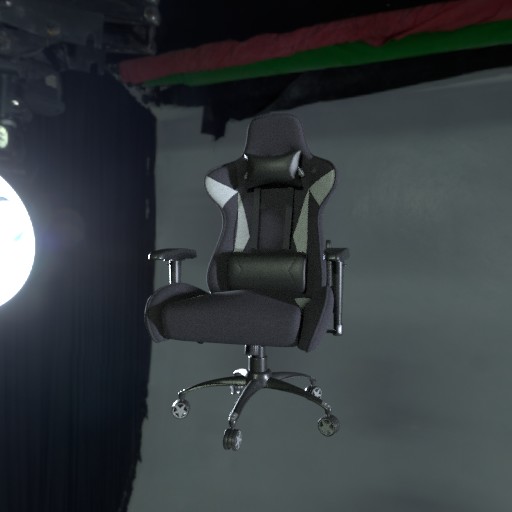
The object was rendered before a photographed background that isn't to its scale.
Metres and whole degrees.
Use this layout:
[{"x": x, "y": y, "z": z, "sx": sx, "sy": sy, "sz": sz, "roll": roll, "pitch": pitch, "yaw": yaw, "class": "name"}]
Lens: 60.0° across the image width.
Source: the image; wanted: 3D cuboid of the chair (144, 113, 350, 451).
[{"x": 0.000, "y": 0.000, "z": 1.756, "sx": 0.730, "sy": 1.300, "sz": 0.695, "roll": 0, "pitch": 0, "yaw": 17, "class": "chair"}]
